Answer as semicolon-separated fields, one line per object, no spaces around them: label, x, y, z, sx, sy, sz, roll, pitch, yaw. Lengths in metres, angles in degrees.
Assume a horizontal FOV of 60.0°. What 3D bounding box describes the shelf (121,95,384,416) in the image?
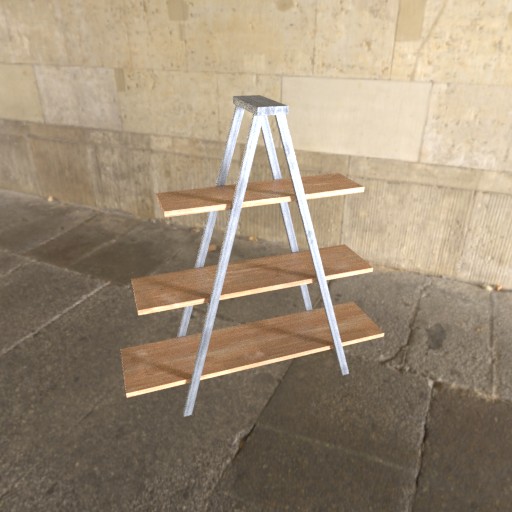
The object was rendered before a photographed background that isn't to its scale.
shelf;0.000;0.000;2.710;1.746;1.808;0.508;-9;29;-17
